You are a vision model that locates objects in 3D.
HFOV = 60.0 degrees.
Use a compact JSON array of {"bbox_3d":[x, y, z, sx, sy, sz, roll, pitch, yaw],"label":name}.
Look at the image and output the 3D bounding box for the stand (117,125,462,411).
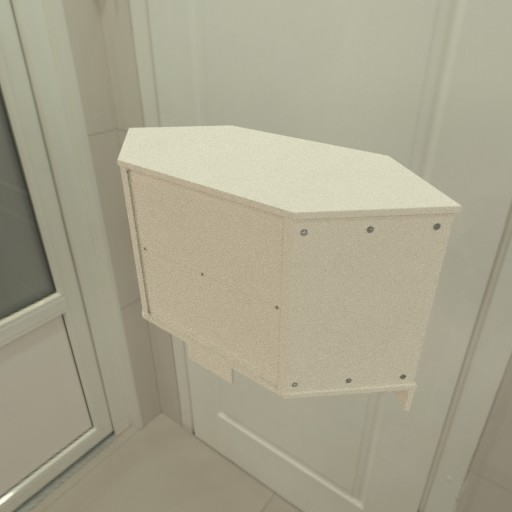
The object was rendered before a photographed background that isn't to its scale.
[{"bbox_3d":[0.000,0.000,1.351,1.072,0.614,0.477,21,36,32],"label":"stand"}]
